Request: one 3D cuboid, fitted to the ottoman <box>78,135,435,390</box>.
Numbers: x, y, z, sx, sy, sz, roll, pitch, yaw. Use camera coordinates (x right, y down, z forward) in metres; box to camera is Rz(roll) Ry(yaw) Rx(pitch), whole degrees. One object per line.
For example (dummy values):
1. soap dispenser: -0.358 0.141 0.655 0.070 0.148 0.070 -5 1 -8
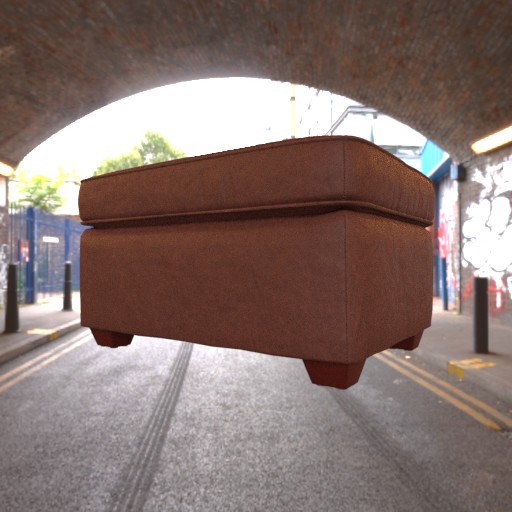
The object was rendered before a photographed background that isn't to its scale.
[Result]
1. ottoman: 0.000 0.000 1.097 0.749 0.449 0.548 0 -1 35
